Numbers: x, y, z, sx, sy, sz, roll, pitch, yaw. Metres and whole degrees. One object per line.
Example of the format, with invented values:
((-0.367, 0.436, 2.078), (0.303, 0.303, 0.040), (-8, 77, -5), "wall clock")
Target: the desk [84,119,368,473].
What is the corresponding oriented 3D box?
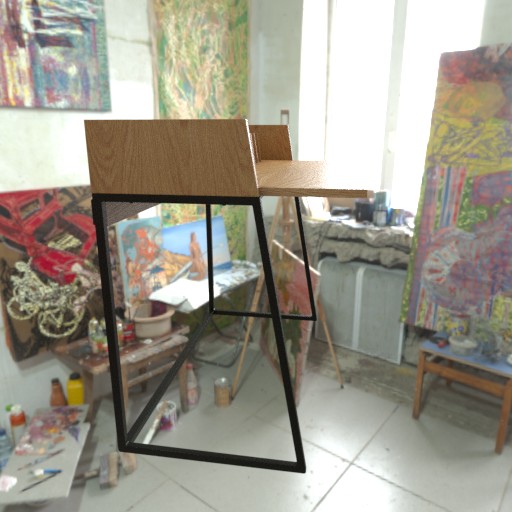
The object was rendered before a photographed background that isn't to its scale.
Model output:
((0.000, 0.000, 1.845), (0.769, 1.061, 1.191), (3, 16, 9), "desk")
